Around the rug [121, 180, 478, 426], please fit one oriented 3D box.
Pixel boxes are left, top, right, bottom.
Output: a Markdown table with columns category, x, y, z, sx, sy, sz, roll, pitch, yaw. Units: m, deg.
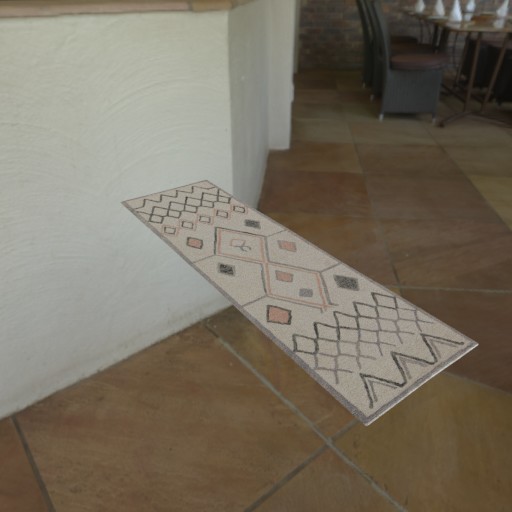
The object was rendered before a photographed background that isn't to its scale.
| category | x | y | z | sx | sy | sz | roll | pitch | yaw |
| --- | --- | --- | --- | --- | --- | --- | --- | --- | --- |
| rug | 0.000 | 0.000 | 2.676 | 0.750 | 0.011 | 2.435 | -21 | 37 | -30 |
